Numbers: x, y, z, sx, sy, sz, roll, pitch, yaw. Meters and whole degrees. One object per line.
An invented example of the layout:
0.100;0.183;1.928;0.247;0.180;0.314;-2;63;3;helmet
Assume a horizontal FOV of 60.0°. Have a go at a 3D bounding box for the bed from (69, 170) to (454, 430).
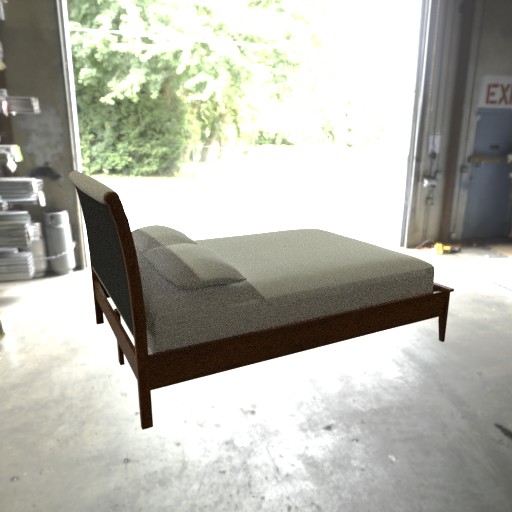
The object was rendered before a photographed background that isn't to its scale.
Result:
0.000;0.000;3.300;2.380;1.250;1.612;-8;17;-27;bed
